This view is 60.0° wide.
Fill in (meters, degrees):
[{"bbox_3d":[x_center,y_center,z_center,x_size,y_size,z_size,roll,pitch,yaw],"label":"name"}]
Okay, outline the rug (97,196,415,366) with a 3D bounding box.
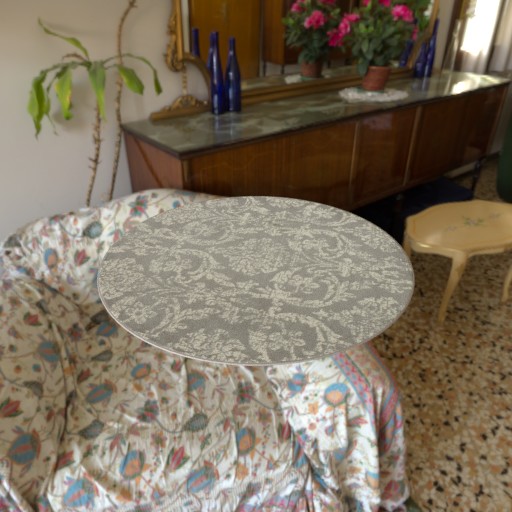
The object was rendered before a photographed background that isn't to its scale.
[{"bbox_3d":[0.000,0.000,2.327,1.593,0.012,1.593,0,31,0],"label":"rug"}]
